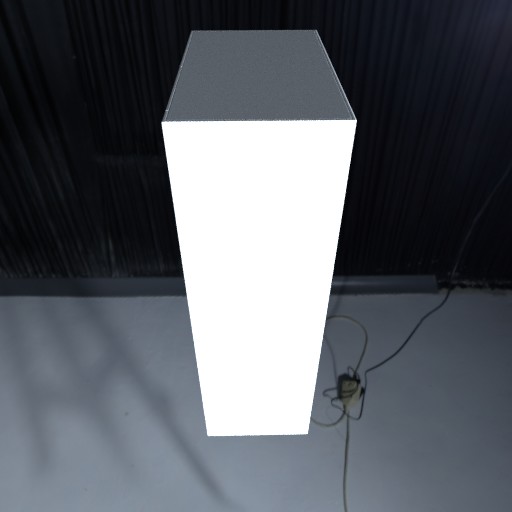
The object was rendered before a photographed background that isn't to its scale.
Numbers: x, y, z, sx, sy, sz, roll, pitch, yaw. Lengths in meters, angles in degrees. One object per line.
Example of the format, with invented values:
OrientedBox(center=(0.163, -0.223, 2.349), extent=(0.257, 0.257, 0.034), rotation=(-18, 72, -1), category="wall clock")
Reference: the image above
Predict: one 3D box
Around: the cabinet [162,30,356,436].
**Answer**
OrientedBox(center=(0.000, 0.000, 2.317), extent=(0.580, 1.920, 0.980), rotation=(-1, 41, -1), category="cabinet")
